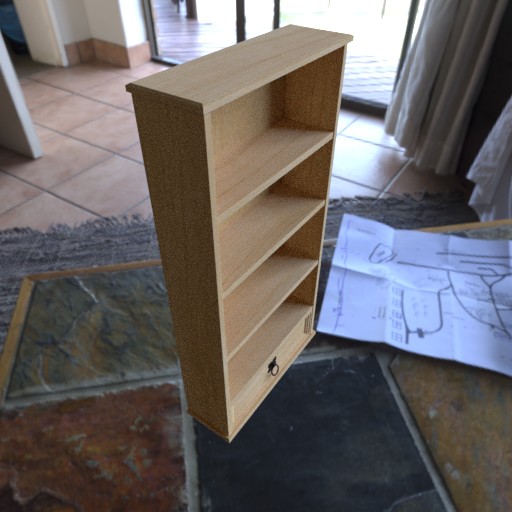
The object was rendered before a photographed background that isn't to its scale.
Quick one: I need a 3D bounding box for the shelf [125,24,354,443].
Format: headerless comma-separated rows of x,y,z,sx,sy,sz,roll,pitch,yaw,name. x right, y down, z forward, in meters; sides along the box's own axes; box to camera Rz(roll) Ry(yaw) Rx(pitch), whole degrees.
0.000,0.000,1.202,0.175,1.030,0.520,25,46,26,shelf
